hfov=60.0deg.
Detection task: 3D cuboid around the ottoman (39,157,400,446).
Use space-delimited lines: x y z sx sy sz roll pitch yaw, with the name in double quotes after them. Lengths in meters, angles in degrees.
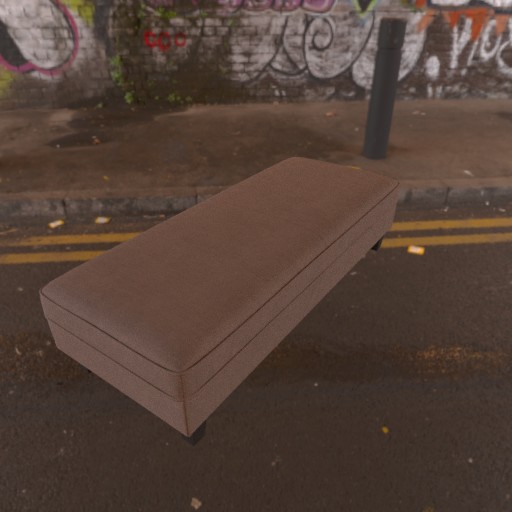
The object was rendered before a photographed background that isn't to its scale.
0.000 0.000 2.088 0.751 0.470 1.764 20 37 30 "ottoman"
